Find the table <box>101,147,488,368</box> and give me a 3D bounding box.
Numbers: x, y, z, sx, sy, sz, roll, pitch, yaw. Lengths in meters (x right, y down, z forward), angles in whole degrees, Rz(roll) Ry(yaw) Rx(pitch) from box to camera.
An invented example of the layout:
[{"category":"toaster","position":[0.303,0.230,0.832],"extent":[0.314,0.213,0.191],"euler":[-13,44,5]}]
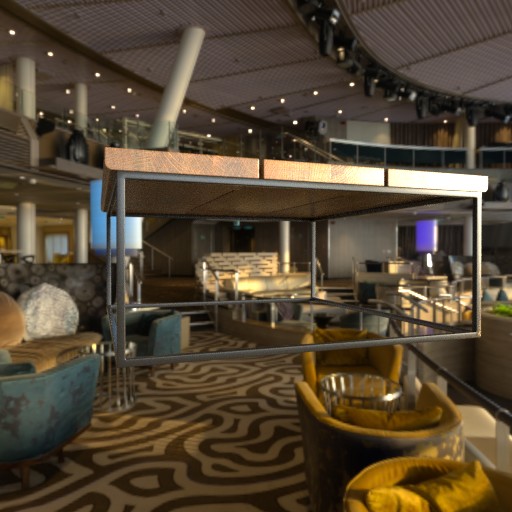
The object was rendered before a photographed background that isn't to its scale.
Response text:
[{"category":"table","position":[0.000,0.000,1.373],"extent":[0.900,0.400,0.900],"euler":[0,0,-20]}]
